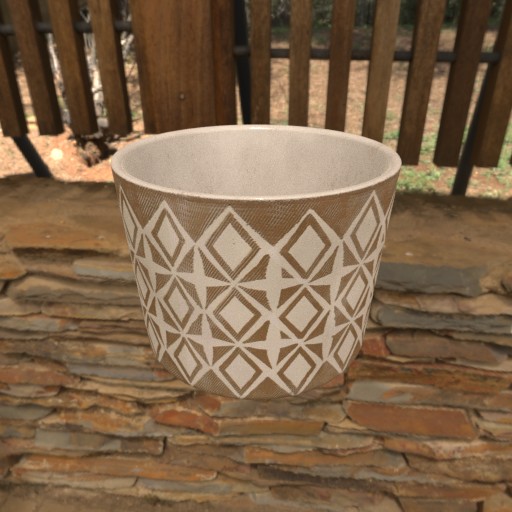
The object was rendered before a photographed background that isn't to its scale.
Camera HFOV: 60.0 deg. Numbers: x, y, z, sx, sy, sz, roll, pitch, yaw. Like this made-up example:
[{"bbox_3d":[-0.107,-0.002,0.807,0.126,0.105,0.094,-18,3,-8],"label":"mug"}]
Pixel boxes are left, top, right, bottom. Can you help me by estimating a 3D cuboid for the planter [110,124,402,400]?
[{"bbox_3d":[0.000,0.000,0.462,0.260,0.220,0.260,0,27,0],"label":"planter"}]
